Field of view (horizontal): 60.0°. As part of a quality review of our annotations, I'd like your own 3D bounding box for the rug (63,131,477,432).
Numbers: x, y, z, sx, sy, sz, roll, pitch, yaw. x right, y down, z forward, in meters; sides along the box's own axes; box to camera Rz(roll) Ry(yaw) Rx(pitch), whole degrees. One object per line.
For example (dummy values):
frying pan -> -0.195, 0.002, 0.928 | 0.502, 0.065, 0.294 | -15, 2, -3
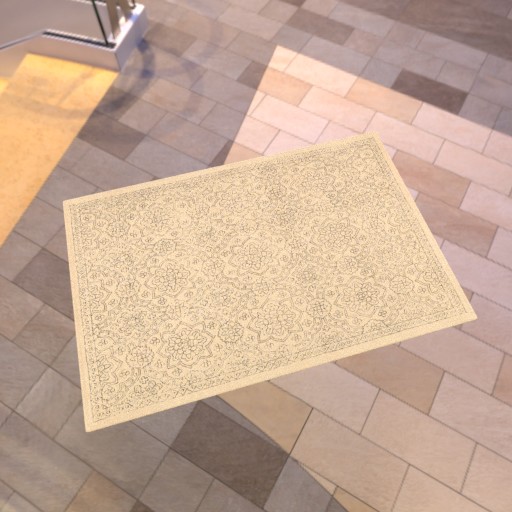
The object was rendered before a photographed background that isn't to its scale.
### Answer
rug -> 0.000, 0.000, 2.244 | 1.829, 0.010, 1.219 | -14, 63, -7
